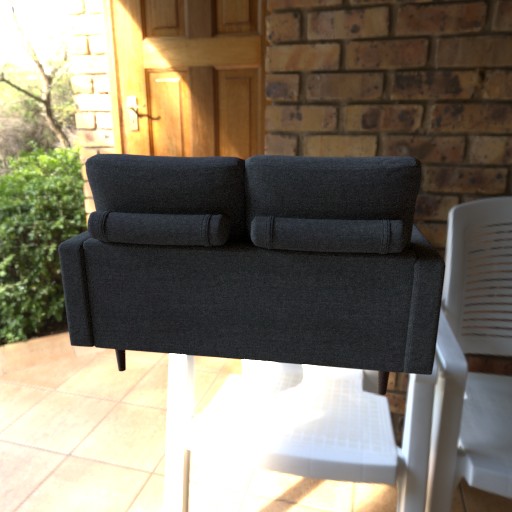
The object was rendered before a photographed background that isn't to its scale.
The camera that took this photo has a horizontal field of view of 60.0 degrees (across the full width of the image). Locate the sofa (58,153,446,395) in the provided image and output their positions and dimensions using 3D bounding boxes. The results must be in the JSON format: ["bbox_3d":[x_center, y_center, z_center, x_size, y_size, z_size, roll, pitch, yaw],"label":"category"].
[{"bbox_3d":[0.000,0.000,1.964,1.407,0.907,0.842,3,16,9],"label":"sofa"}]
